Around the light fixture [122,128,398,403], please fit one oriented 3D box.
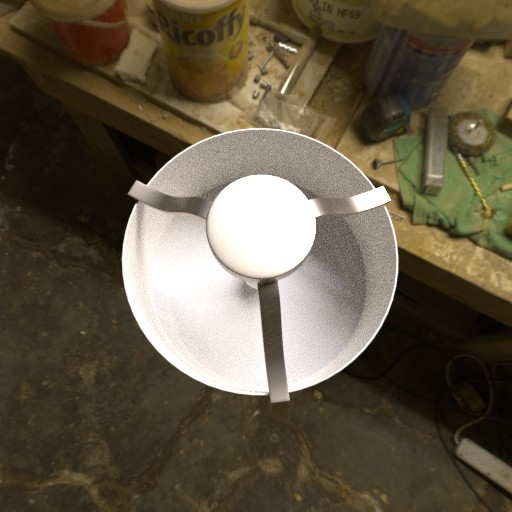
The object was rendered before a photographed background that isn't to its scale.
[{"bbox_3d":[0.000,0.000,0.651,0.395,0.304,0.395,0,75,0],"label":"light fixture"}]
